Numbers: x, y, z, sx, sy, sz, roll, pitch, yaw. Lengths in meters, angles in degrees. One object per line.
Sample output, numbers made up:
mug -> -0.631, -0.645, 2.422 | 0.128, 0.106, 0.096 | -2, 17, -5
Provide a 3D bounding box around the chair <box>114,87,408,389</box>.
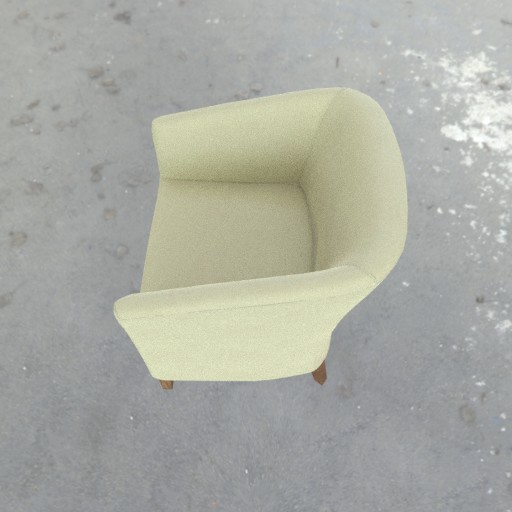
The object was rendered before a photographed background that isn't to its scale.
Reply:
chair -> 0.000, 0.000, 1.336 | 0.657, 0.822, 0.643 | 1, 58, 1
